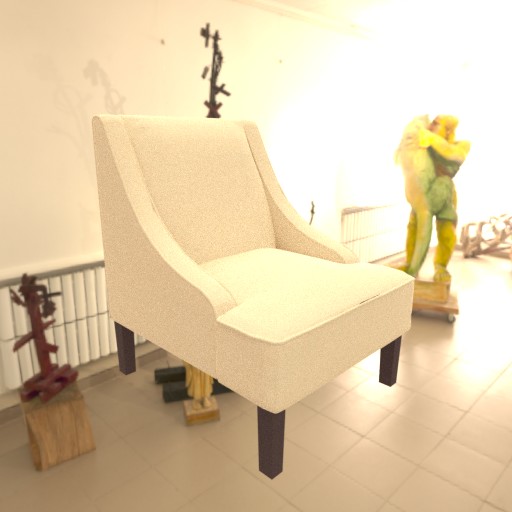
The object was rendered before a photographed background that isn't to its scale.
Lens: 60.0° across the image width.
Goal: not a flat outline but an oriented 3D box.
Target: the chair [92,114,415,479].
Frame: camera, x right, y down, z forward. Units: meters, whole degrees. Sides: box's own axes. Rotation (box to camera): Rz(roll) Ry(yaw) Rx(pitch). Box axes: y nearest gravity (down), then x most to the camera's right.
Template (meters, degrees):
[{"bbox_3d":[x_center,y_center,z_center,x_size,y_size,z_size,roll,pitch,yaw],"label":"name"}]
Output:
[{"bbox_3d":[0.000,0.000,1.448,0.806,0.886,0.689,14,21,43],"label":"chair"}]
